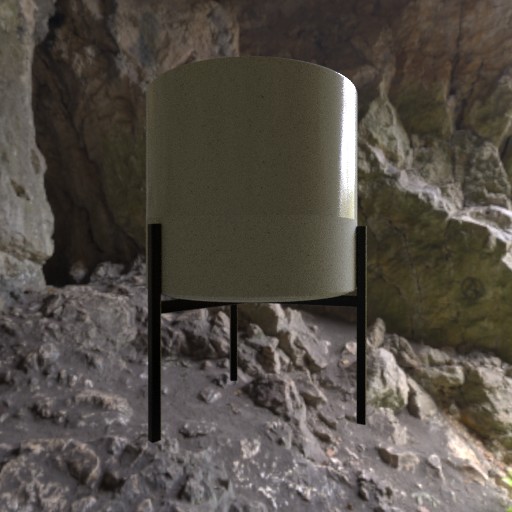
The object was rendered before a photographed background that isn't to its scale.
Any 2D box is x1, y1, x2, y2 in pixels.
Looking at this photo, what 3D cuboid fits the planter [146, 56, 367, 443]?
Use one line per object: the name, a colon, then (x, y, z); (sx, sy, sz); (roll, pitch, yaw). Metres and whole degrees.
planter: (0.000, 0.000, 0.327); (0.159, 0.230, 0.152); (0, 0, 18)
